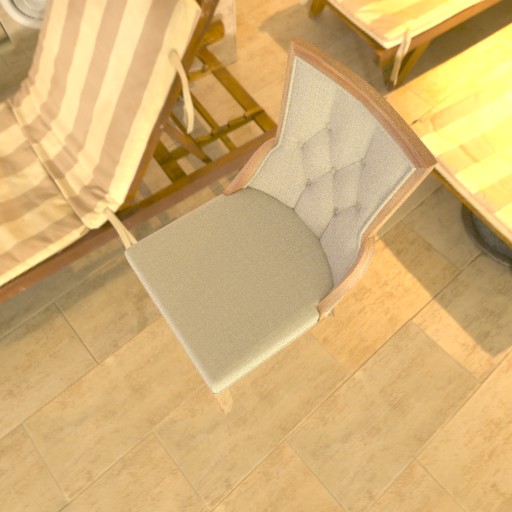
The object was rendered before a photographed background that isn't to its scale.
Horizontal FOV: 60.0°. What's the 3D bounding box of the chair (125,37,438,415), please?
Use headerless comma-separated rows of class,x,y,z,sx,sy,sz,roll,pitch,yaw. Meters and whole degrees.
chair,0.000,0.000,1.322,0.641,0.947,0.524,-32,68,-15
